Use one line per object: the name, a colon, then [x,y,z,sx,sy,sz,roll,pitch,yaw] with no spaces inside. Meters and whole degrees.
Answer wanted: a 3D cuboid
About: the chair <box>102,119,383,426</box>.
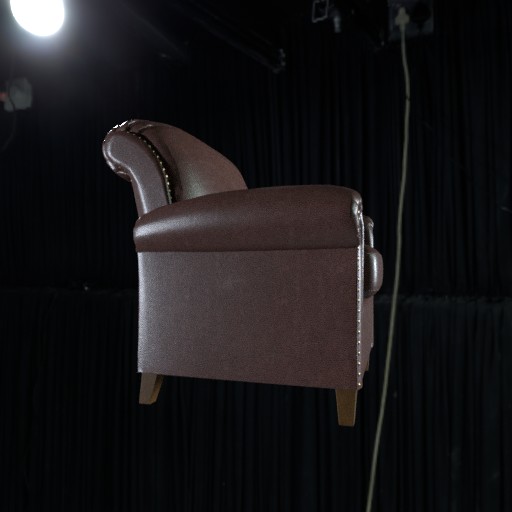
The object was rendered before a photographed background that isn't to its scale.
chair: [0.000,0.000,1.632,0.890,0.927,0.854,0,-1,17]
